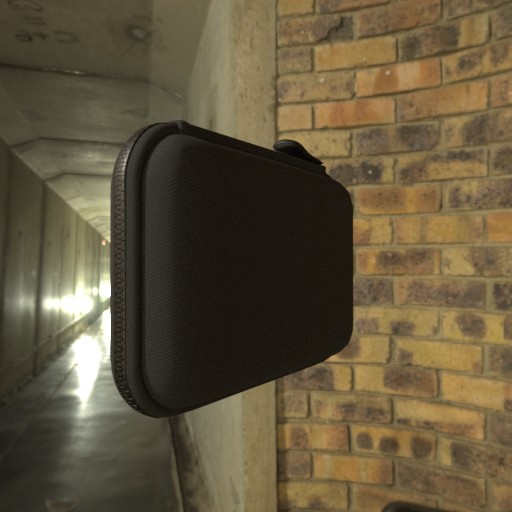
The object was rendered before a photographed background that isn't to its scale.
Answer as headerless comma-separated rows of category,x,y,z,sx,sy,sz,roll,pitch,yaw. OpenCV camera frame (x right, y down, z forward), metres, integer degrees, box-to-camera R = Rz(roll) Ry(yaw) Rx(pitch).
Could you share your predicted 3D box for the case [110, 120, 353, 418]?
case,0.000,0.000,0.183,0.038,0.105,0.132,0,-1,38
